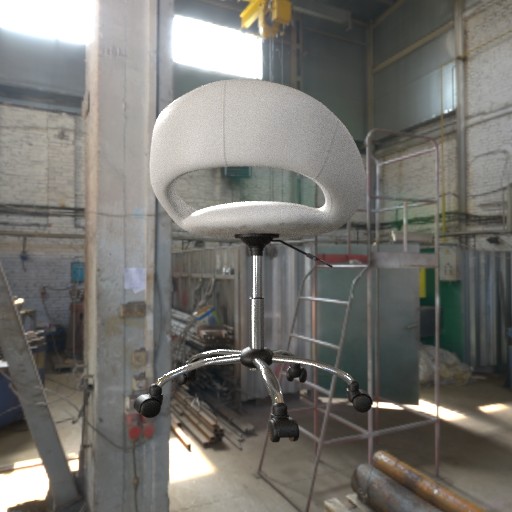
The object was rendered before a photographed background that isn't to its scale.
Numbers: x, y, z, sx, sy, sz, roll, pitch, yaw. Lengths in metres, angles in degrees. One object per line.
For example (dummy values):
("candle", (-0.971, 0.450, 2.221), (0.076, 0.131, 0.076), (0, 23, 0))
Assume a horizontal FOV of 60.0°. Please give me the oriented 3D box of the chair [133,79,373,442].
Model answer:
("chair", (0.000, 0.000, 1.210), (0.612, 0.791, 0.538), (-1, -2, 18))
